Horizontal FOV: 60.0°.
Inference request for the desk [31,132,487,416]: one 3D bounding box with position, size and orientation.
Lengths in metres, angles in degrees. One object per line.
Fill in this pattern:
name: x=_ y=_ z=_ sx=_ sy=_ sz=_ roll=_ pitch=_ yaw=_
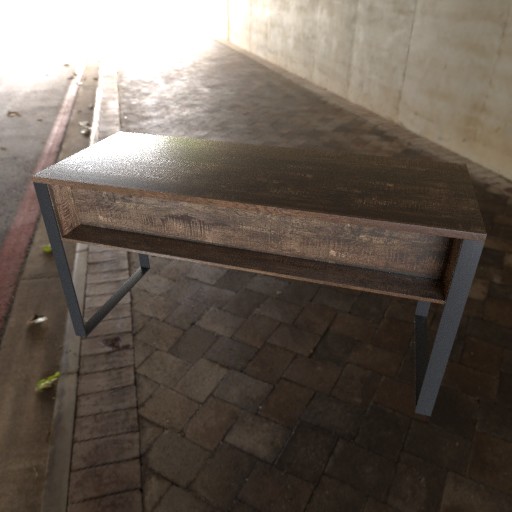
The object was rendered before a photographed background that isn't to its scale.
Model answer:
desk: x=0.000 y=0.000 z=1.865 sx=1.524 sy=0.762 sz=0.599 roll=9 pitch=33 yaw=14
